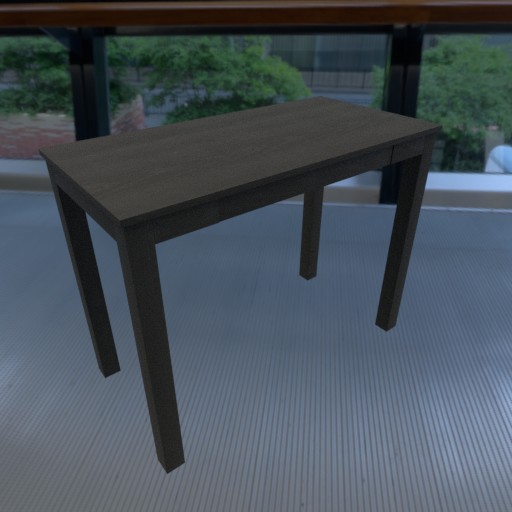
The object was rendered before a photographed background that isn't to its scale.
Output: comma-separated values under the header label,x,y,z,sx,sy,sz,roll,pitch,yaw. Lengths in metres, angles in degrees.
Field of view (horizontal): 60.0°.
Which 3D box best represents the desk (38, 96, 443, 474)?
label,x,y,z,sx,sy,sz,roll,pitch,yaw
desk,0.000,0.000,1.398,0.991,0.762,0.499,-22,38,-32
